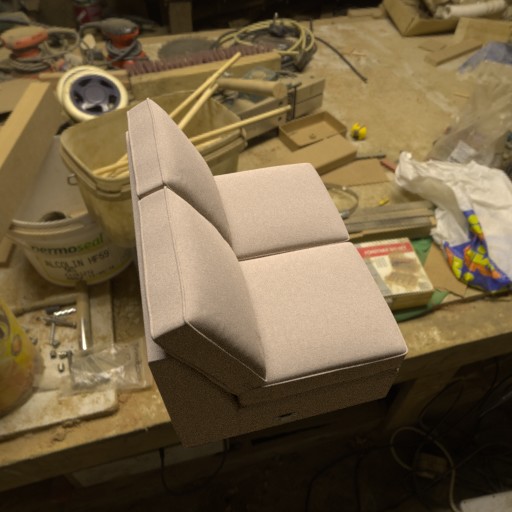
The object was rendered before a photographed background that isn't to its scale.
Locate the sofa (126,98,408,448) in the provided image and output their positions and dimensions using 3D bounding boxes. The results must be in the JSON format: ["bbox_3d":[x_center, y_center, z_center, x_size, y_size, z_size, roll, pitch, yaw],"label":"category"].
[{"bbox_3d":[0.000,0.000,1.997,0.951,1.008,1.237,-11,50,-9],"label":"sofa"}]
